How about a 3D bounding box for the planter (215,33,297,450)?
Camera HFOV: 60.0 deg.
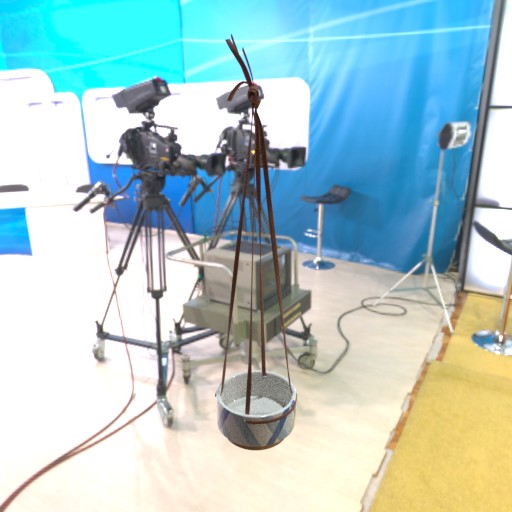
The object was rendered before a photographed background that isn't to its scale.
[{"bbox_3d":[0.000,0.000,0.814,0.166,0.751,0.166,-2,17,-8],"label":"planter"}]
